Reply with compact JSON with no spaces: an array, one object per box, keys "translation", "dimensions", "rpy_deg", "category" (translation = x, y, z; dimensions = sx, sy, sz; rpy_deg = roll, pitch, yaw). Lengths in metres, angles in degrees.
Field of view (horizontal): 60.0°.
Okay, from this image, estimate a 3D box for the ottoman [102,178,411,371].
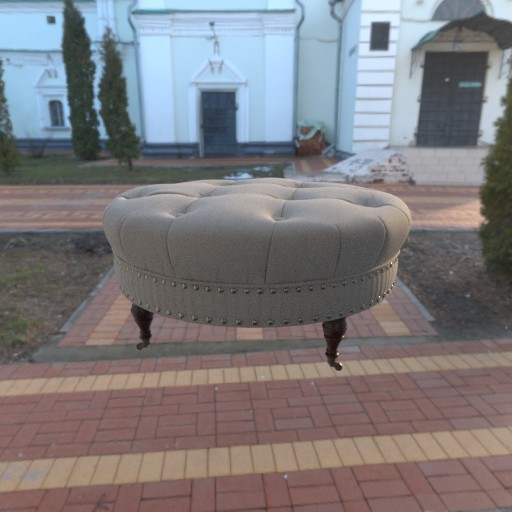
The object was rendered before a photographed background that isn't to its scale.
[{"translation":[0.000,0.000,1.395],"dimensions":[0.901,0.439,0.901],"rpy_deg":[0,16,0],"category":"ottoman"}]
